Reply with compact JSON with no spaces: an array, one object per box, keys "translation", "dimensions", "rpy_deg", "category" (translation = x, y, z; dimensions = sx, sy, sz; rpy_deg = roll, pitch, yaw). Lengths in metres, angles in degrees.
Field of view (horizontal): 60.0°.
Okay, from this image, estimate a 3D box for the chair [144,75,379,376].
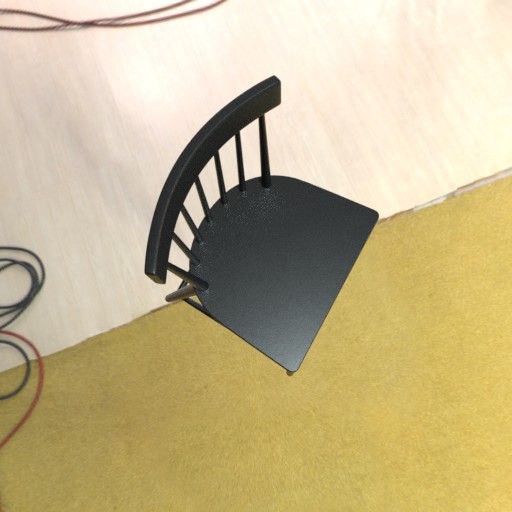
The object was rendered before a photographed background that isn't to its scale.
[{"translation":[0.000,0.000,1.284],"dimensions":[0.572,0.952,0.483],"rpy_deg":[29,77,7],"category":"chair"}]
